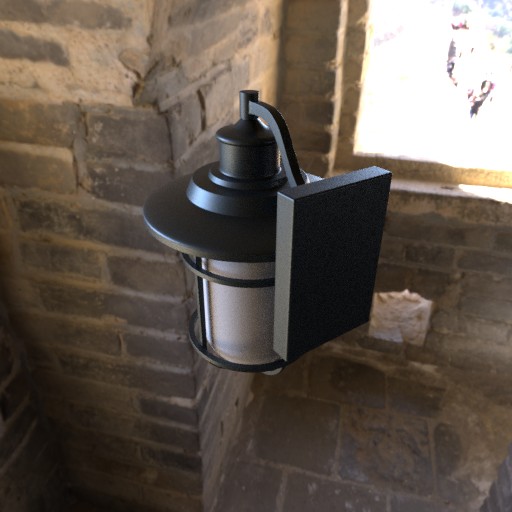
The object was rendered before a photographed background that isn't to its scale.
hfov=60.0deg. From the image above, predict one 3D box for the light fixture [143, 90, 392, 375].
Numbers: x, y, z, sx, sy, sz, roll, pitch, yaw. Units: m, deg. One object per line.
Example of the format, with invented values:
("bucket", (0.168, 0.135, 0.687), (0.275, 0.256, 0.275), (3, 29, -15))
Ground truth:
("light fixture", (0.000, 0.000, 0.493), (0.222, 0.345, 0.252), (-19, 35, -29))
